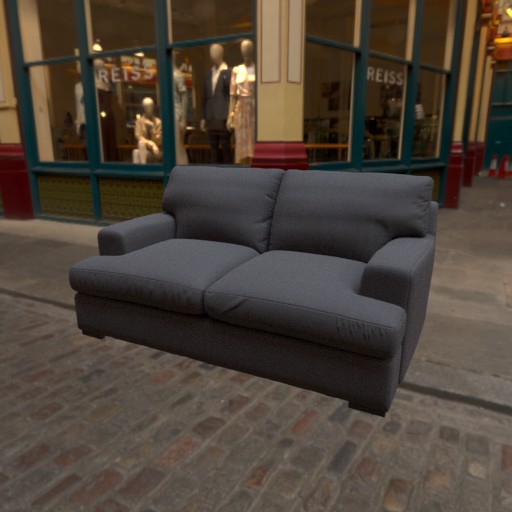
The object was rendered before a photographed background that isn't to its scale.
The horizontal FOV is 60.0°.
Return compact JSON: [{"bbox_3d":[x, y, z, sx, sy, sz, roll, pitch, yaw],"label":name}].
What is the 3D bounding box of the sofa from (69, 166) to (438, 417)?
[{"bbox_3d":[0.000,0.000,2.563,1.880,0.940,1.143,8,17,26],"label":"sofa"}]
